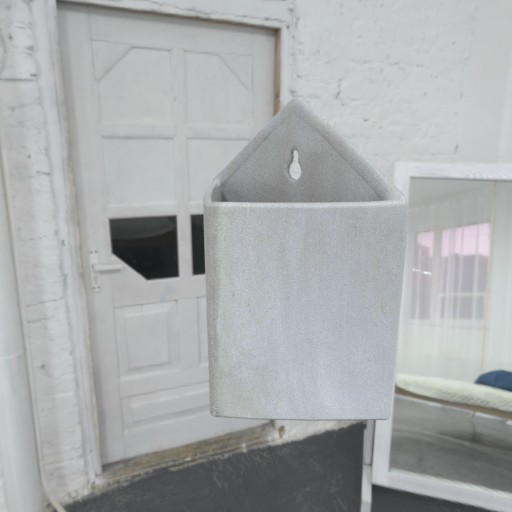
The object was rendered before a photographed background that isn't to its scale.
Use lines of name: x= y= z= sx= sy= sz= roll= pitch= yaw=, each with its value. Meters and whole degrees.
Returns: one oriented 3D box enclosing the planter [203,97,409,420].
planter: x=0.000 y=0.000 z=0.280 sx=0.163 sy=0.194 sz=0.080 roll=15 pitch=21 yaw=42
